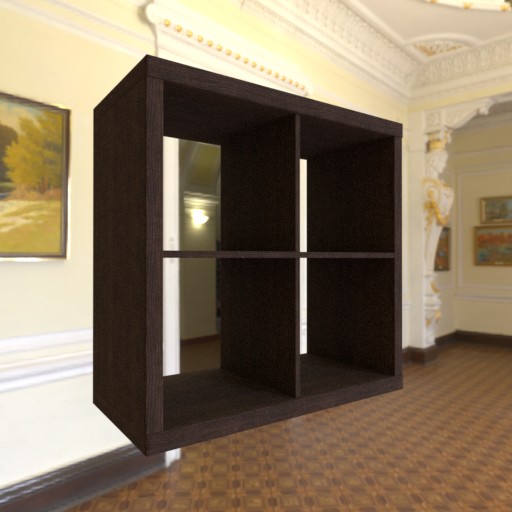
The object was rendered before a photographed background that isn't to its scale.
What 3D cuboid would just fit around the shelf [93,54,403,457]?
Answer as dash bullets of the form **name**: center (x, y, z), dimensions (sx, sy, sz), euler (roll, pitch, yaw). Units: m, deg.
- **shelf**: center (0.000, 0.000, 1.250), dimensions (0.790, 0.786, 0.390), euler (0, 0, -35)
